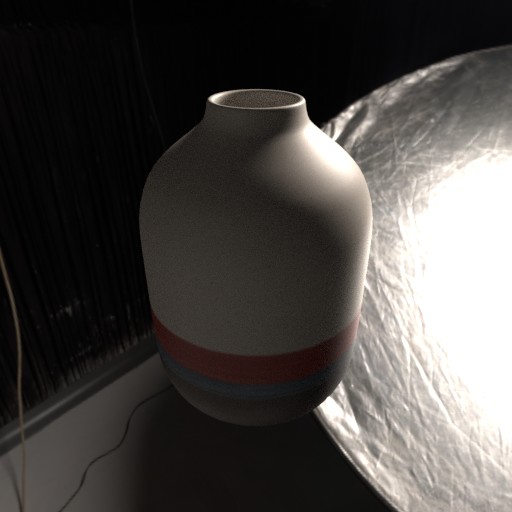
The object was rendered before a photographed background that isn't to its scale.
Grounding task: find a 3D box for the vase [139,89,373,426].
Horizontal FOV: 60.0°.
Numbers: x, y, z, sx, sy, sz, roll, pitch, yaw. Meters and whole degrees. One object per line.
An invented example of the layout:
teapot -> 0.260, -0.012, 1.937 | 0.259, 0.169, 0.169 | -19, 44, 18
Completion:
vase -> 0.000, 0.000, 0.346 | 0.169, 0.237, 0.169 | 0, 31, 0
